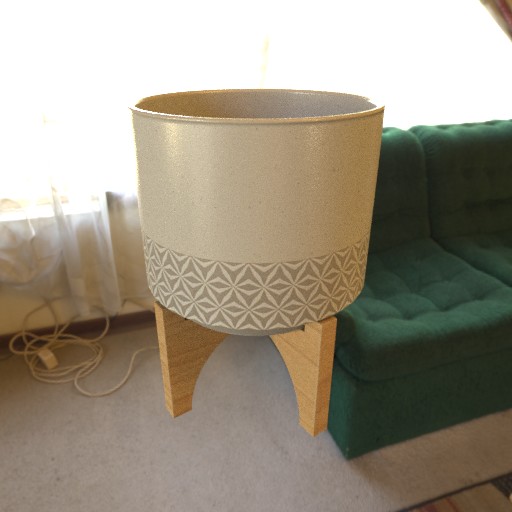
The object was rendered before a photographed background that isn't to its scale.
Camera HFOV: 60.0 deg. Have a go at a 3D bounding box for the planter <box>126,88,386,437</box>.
[{"bbox_3d":[0.000,0.000,0.513,0.249,0.343,0.249,0,26,0],"label":"planter"}]
